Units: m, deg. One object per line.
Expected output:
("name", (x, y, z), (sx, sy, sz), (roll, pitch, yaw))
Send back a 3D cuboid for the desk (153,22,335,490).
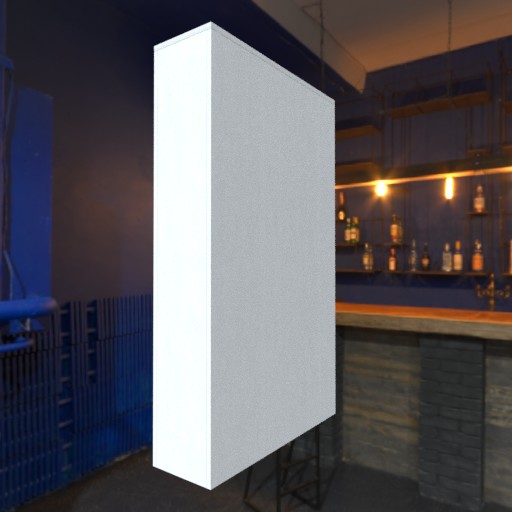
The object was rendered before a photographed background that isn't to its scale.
("desk", (0.000, 0.000, 1.586), (0.250, 1.280, 0.750), (0, -1, 37))
